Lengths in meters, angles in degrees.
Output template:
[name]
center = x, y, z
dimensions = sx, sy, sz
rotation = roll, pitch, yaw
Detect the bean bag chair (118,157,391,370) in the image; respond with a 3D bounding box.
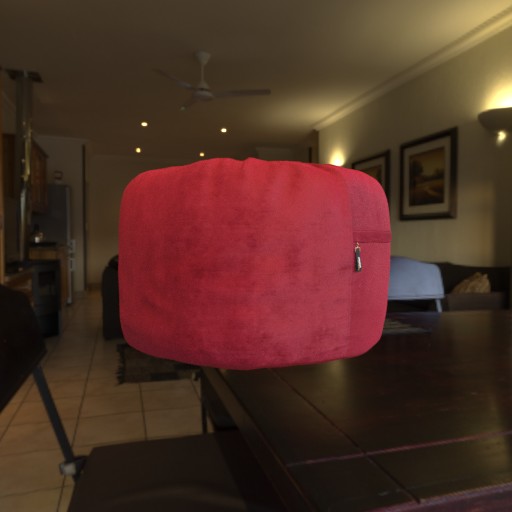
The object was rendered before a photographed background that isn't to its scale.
[bean bag chair]
center = 0.000, 0.000, 2.055
dimensions = 1.219, 0.762, 1.219
rotation = 0, 2, 0
